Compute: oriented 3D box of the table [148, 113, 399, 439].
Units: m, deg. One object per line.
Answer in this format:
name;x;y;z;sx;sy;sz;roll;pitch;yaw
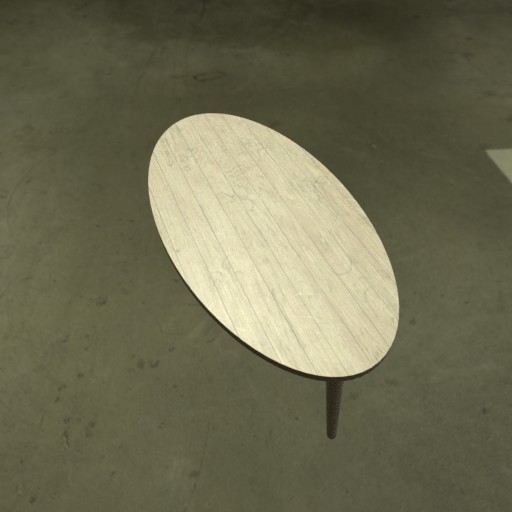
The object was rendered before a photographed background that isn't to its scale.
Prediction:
table;0.000;0.000;1.357;0.542;0.390;1.083;-17;49;-15
